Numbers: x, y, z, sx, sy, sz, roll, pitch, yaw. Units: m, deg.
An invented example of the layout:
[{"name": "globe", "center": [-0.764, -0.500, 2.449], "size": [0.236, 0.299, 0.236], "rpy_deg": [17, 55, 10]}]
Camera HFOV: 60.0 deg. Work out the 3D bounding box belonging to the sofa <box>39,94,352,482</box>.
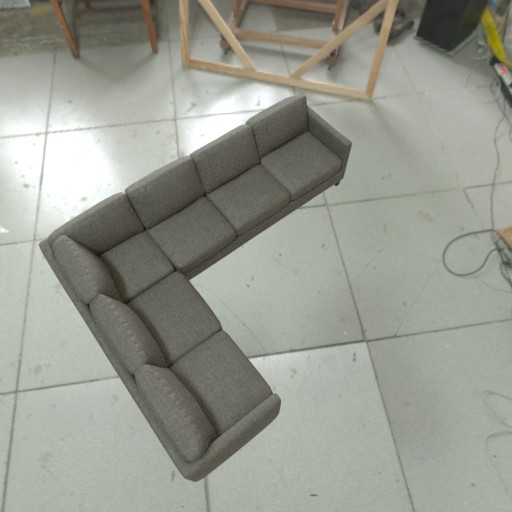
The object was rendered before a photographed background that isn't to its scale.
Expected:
[{"name": "sofa", "center": [0.000, 0.000, 4.402], "size": [3.302, 0.947, 2.593], "rpy_deg": [-34, 66, -18]}]
